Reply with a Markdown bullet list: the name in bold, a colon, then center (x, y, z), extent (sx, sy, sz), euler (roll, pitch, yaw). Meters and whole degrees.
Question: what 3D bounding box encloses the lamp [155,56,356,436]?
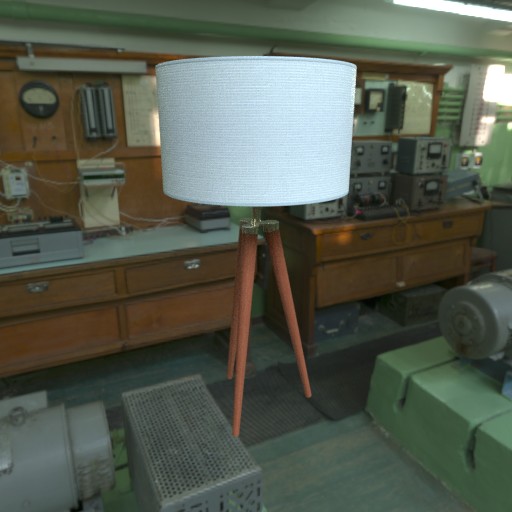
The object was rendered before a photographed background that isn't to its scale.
- **lamp**: center (0.000, 0.000, 0.907), extent (0.355, 0.709, 0.354), euler (-9, 20, -26)
